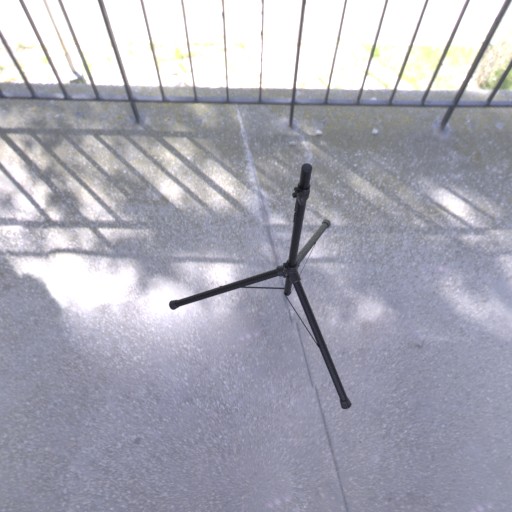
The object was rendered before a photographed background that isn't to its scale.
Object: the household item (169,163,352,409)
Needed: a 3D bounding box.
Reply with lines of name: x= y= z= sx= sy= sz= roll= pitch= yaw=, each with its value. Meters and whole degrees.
household item: x=0.000 y=0.000 z=1.841 sx=0.907 sy=1.136 sz=1.045 roll=0 pitch=62 yaw=0
